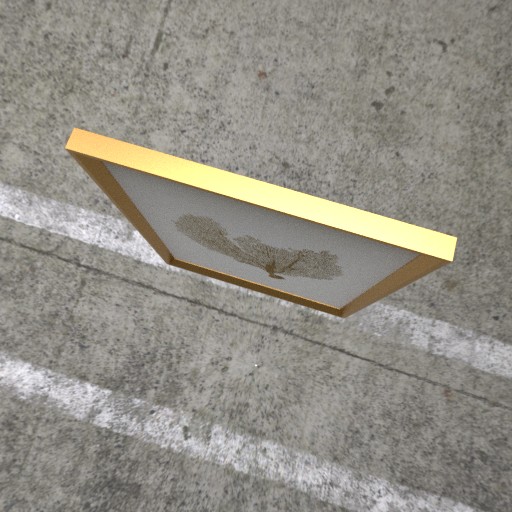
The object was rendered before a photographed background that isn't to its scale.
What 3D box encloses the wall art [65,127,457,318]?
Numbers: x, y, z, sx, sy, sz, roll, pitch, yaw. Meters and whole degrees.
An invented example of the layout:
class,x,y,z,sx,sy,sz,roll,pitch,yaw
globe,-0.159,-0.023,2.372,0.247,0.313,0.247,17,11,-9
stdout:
class,x,y,z,sx,sy,sz,roll,pitch,yaw
wall art,0.000,0.000,1.064,0.610,0.812,0.038,17,77,4
